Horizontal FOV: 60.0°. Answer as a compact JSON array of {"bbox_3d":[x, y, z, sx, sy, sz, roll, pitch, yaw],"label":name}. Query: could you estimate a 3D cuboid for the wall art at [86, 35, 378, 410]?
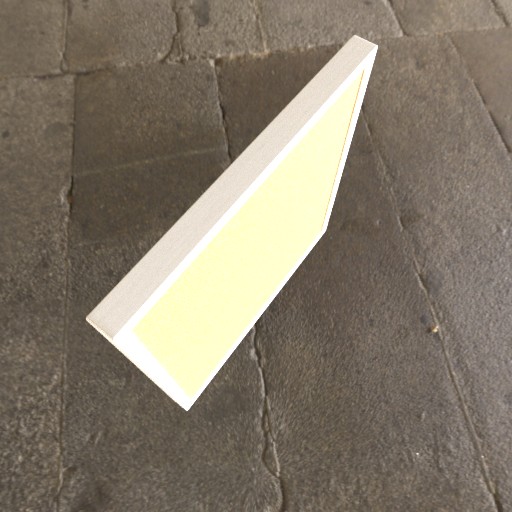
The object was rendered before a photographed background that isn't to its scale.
[{"bbox_3d":[0.000,0.000,0.742,0.038,0.508,0.508,33,68,15],"label":"wall art"}]
